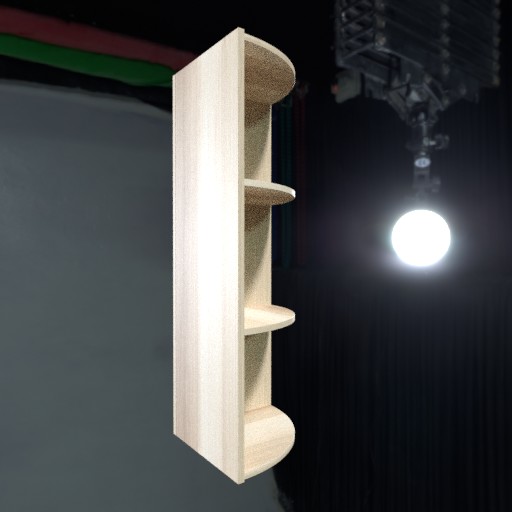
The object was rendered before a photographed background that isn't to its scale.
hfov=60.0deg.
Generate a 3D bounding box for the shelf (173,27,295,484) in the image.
[{"bbox_3d":[0.000,0.000,1.047,0.290,0.872,0.290,-1,1,-35],"label":"shelf"}]
